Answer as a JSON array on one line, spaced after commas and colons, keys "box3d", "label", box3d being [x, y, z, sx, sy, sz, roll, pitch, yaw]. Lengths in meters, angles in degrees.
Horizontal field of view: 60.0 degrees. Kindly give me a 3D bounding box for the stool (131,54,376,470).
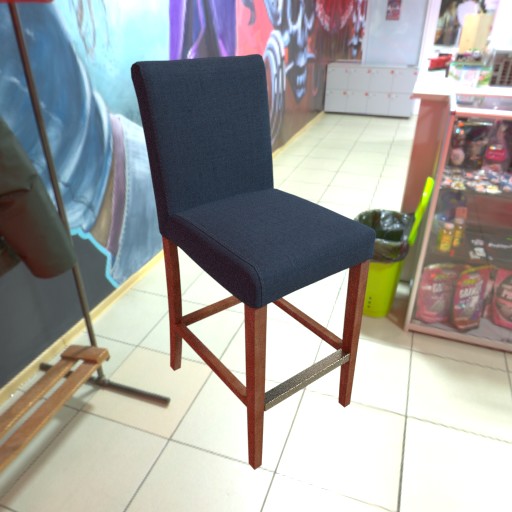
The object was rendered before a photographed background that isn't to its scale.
[{"box3d": [0.000, 0.000, 1.367, 0.454, 1.088, 0.574, -20, 35, -32], "label": "stool"}]
